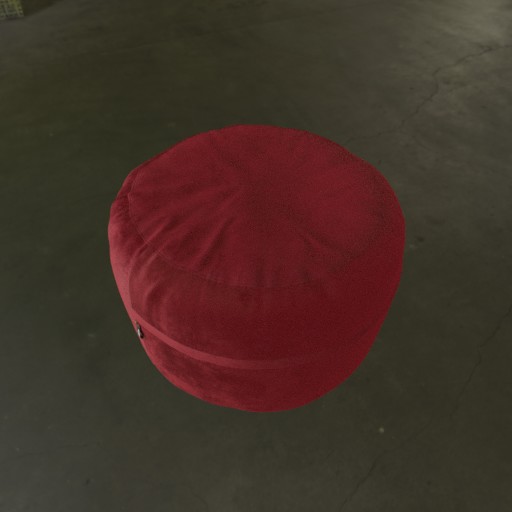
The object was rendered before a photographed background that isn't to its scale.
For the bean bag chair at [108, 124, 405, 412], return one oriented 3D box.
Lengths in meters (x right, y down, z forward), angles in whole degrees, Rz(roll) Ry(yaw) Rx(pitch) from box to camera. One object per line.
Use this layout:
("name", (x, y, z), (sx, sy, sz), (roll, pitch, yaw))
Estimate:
("bean bag chair", (0.000, 0.000, 1.976), (1.219, 0.762, 1.219), (0, 46, 0))
